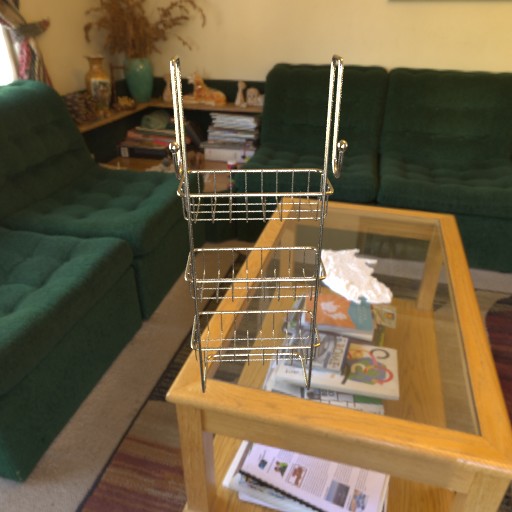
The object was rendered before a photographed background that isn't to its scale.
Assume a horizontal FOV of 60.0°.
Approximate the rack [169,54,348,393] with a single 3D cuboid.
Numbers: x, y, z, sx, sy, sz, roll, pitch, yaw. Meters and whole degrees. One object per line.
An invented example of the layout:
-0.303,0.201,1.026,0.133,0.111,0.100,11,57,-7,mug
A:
0.000,0.000,0.688,0.228,0.574,0.202,-1,30,-2,rack
